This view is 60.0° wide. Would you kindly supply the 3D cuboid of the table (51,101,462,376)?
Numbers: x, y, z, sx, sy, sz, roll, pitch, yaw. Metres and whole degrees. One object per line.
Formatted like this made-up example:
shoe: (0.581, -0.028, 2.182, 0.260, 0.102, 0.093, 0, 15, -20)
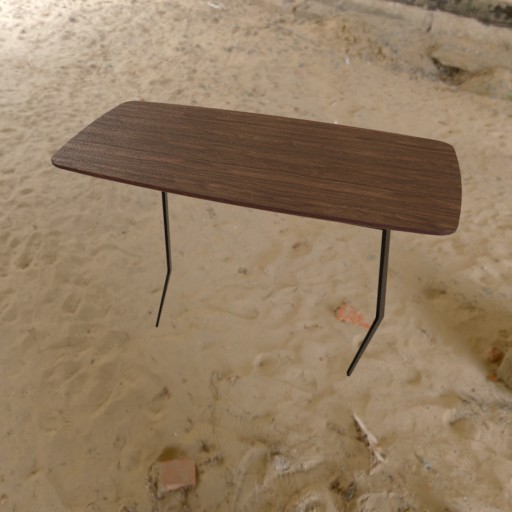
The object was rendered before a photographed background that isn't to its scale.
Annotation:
table: (0.000, 0.000, 1.107, 0.804, 0.576, 0.361, 12, 43, 13)
